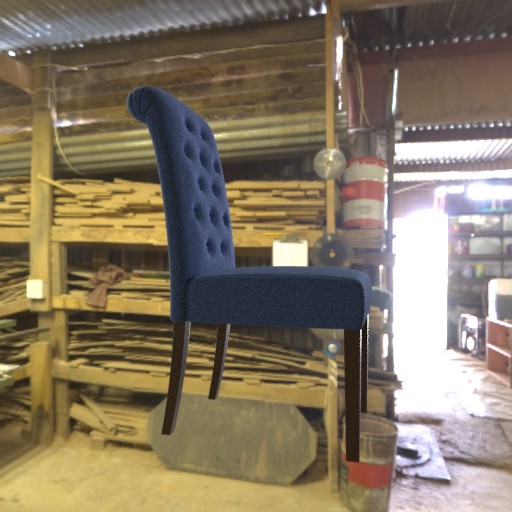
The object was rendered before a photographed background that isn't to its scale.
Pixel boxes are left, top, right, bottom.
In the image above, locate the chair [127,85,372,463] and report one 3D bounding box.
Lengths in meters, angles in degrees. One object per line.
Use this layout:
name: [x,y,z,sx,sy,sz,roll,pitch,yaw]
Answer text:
chair: [0.000,0.000,1.360,0.671,1.006,0.456,0,-1,17]
